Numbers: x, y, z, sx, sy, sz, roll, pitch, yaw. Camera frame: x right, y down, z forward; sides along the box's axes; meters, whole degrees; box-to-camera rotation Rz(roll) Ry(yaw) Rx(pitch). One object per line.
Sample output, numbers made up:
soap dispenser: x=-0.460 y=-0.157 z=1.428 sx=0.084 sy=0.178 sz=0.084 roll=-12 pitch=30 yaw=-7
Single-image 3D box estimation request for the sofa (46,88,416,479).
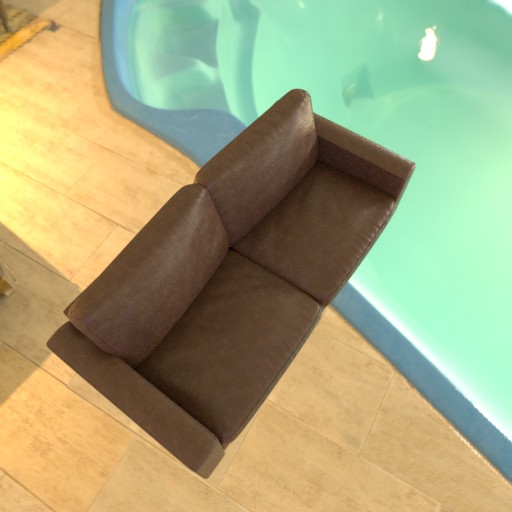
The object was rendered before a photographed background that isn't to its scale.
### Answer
sofa: x=0.000 y=0.000 z=2.594 sx=1.016 sy=0.873 sz=2.179 roll=32 pitch=65 yaw=17
